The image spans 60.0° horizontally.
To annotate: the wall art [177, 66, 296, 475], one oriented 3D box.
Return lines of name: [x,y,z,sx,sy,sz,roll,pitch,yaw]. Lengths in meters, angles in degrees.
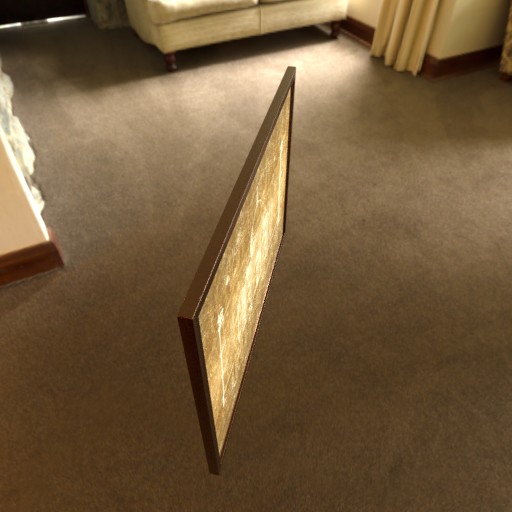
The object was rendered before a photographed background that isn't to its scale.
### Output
wall art: [0.000,0.000,0.559,0.012,0.304,0.431,9,46,9]
